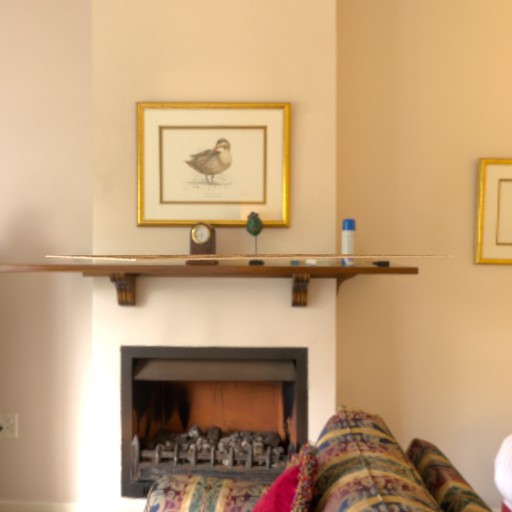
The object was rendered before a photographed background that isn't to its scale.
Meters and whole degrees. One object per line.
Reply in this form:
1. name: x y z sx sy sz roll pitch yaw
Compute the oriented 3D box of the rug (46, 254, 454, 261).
1. rug: 0.000 0.000 2.960 2.284 0.008 1.522 0 1 -37
